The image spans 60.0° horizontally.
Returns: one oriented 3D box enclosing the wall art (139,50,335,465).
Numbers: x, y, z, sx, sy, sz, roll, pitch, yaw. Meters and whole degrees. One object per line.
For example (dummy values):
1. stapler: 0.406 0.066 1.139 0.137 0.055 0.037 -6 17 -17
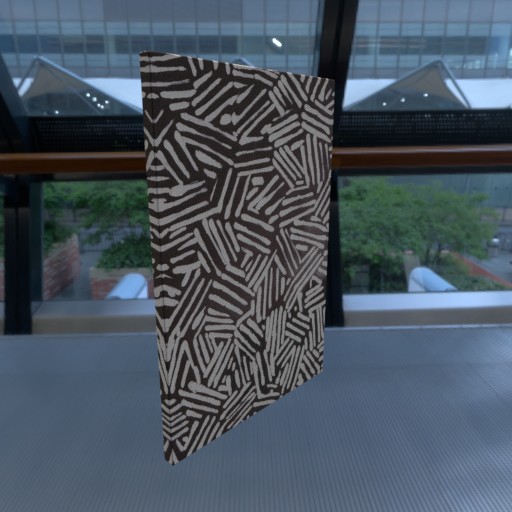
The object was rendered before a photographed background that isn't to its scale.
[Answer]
1. wall art: 0.000 0.000 1.169 0.035 0.918 0.615 14 20 42
